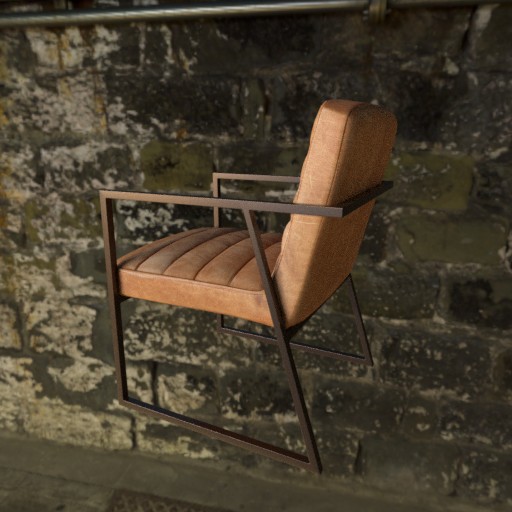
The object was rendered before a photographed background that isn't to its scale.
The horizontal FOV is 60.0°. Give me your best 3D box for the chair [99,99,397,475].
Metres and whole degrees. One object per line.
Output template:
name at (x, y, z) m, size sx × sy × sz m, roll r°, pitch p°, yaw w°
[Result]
chair at (0.000, 0.000, 1.290) m, size 0.677 × 0.832 × 0.571 m, roll 8°, pitch 18°, yaw 26°
